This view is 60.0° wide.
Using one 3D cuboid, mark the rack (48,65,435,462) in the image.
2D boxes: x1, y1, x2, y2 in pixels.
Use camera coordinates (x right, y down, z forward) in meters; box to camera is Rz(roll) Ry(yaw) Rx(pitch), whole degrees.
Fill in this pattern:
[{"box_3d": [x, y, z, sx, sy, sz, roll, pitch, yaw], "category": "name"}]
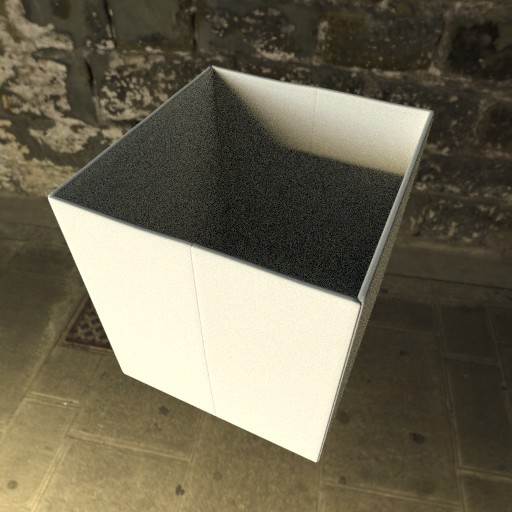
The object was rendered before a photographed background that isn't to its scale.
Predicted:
[{"box_3d": [0.000, 0.000, 0.492, 0.270, 0.280, 0.270, 19, 49, 17], "category": "rack"}]
